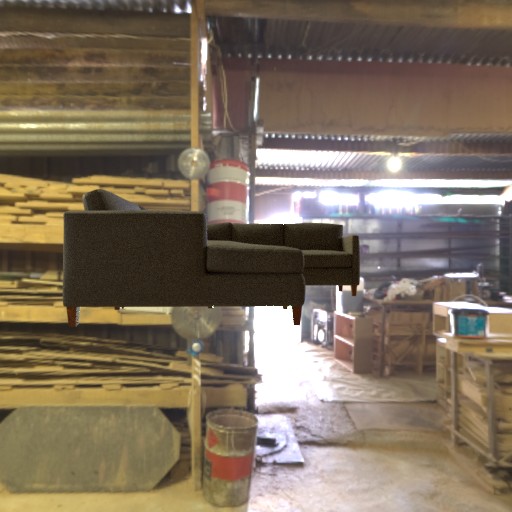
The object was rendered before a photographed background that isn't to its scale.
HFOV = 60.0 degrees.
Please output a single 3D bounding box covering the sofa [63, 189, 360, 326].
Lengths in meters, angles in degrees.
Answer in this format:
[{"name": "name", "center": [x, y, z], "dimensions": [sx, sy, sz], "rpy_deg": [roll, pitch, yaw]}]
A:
[{"name": "sofa", "center": [0.000, 0.000, 4.582], "dimensions": [2.594, 0.961, 3.460], "rpy_deg": [0, -1, -1]}]
